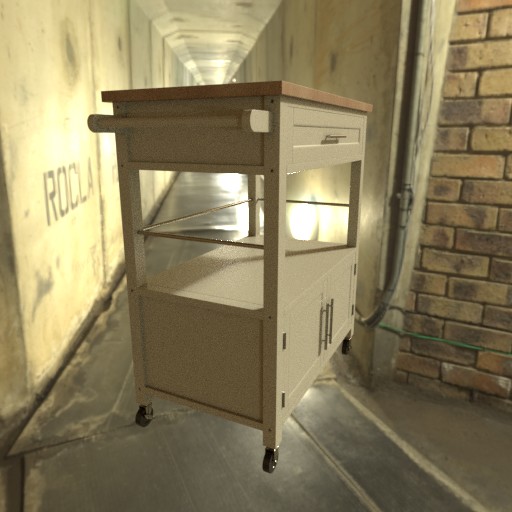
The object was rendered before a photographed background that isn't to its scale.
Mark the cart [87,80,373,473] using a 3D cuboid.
[{"bbox_3d":[0.000,0.000,1.340,0.459,0.901,0.840,8,17,26],"label":"cart"}]
